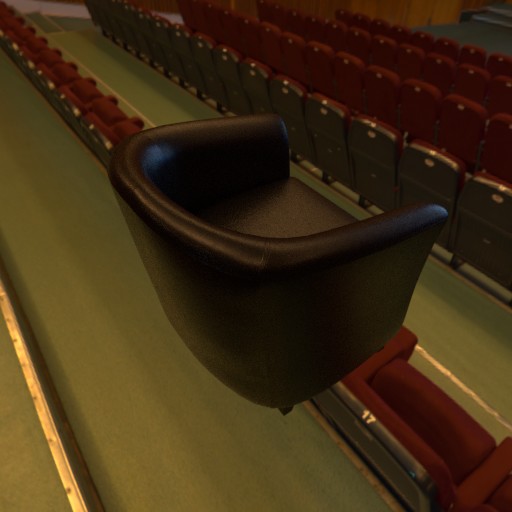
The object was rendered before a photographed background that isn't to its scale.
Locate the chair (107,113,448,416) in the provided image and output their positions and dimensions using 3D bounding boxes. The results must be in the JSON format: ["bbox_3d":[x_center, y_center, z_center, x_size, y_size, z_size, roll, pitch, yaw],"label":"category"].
[{"bbox_3d":[0.000,0.000,1.402,0.727,0.756,0.793,-25,47,-26],"label":"chair"}]
